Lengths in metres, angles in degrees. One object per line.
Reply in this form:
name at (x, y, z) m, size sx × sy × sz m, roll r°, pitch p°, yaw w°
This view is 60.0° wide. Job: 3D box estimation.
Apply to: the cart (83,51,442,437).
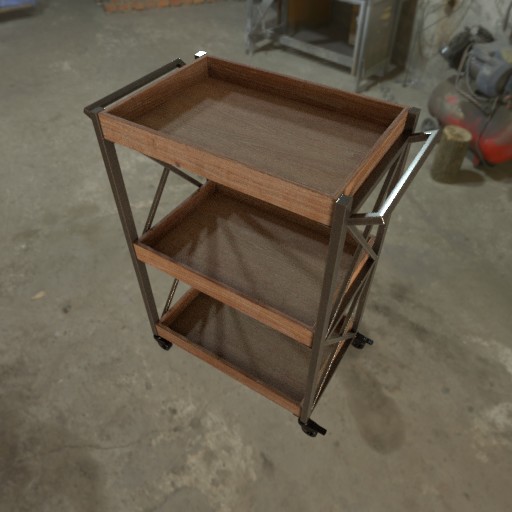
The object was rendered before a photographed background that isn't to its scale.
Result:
cart at (0.000, 0.000, 1.188) m, size 0.673 × 0.835 × 0.377 m, roll 24°, pitch 50°, yaw 22°
